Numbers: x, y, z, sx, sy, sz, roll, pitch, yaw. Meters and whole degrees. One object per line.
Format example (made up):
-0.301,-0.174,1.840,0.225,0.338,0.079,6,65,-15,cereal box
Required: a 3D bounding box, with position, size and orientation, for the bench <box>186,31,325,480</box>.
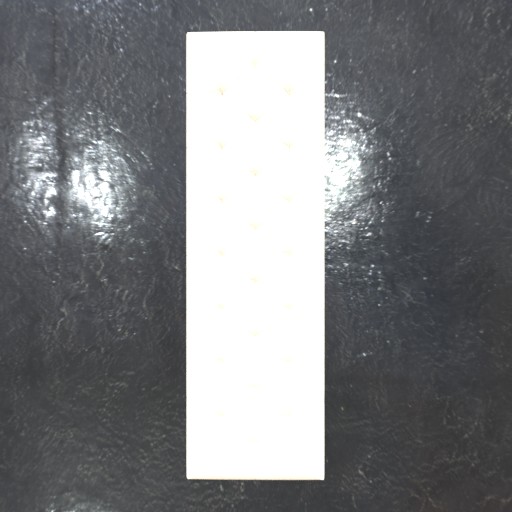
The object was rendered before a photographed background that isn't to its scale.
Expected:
0.000,0.000,1.666,0.457,0.484,1.473,0,90,1,bench
